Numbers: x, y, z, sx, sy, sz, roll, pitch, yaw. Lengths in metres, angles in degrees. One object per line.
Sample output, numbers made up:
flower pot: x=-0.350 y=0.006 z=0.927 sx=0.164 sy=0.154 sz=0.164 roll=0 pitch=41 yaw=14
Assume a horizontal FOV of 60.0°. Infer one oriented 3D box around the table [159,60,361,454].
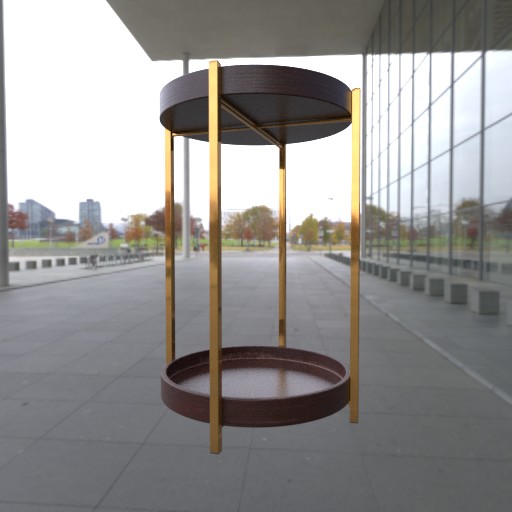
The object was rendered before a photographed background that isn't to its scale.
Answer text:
table: x=0.000 y=0.000 z=0.875 sx=0.400 sy=0.610 sz=0.400 roll=1 pitch=2 yaw=19
